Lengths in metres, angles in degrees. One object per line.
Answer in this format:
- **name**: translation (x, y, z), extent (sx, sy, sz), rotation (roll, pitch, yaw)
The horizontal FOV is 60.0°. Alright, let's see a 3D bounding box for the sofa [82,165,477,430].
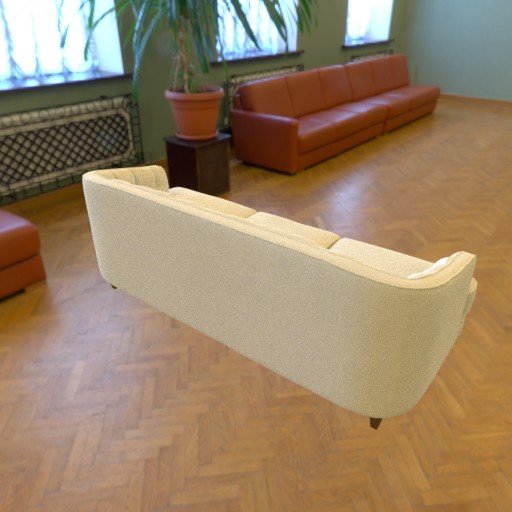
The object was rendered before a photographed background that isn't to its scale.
- **sofa**: translation (0.000, 0.000, 2.627), extent (2.278, 0.855, 0.941), rotation (21, 35, 32)
